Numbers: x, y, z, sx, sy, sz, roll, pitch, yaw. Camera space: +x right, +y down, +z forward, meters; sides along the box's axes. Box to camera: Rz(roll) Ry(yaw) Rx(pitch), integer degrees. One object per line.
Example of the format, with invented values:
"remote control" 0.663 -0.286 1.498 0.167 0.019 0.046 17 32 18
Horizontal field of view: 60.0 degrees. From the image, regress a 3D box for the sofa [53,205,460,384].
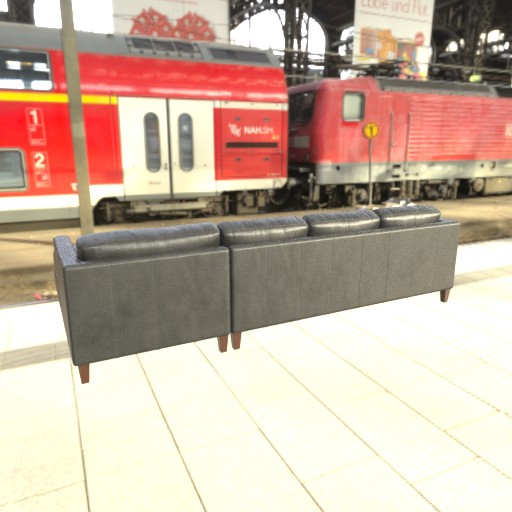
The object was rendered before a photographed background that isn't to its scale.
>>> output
"sofa" 0.000 0.000 3.898 3.203 0.883 1.581 -7 16 -26
